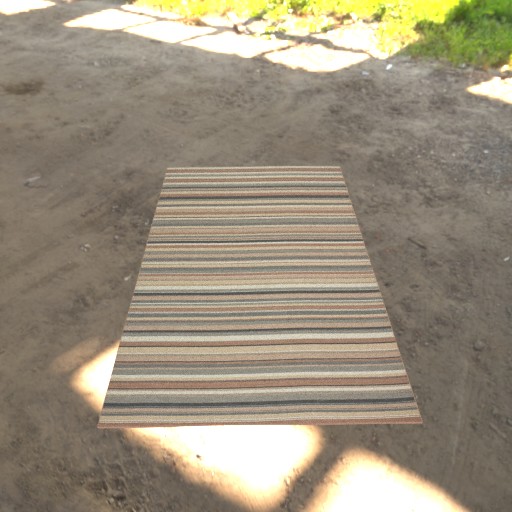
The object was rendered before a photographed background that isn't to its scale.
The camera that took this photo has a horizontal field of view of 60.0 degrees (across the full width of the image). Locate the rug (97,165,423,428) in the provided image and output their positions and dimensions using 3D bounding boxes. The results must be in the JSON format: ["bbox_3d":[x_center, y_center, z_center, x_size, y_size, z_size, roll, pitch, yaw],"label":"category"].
[{"bbox_3d":[0.000,0.000,2.994,1.523,0.014,2.438,-1,41,-1],"label":"rug"}]
